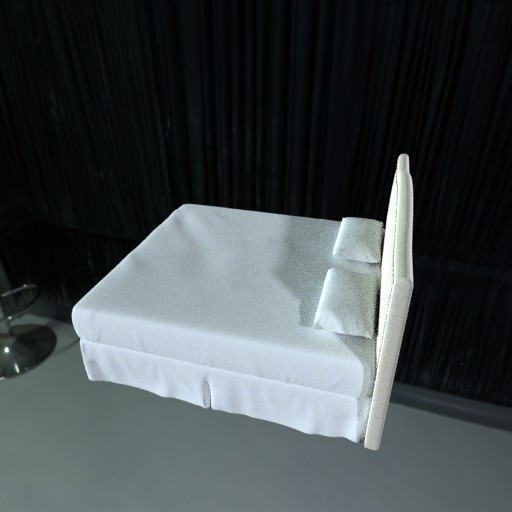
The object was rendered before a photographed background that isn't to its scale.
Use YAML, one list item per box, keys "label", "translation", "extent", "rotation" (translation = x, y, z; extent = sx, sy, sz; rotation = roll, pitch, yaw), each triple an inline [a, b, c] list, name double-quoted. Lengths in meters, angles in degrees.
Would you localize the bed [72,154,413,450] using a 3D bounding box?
- label: "bed"
  translation: [0.000, 0.000, 3.540]
  extent: [2.182, 1.421, 2.083]
  rotation: [8, 31, 14]
